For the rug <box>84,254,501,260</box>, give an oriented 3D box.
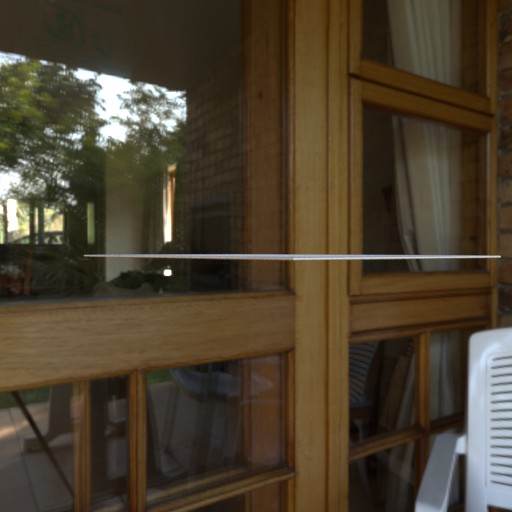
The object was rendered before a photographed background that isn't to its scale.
[{"bbox_3d":[0.000,0.000,2.946,1.524,0.012,2.438,0,1,-37],"label":"rug"}]
